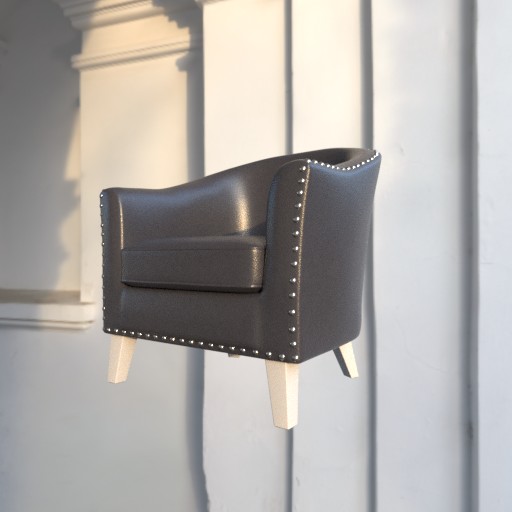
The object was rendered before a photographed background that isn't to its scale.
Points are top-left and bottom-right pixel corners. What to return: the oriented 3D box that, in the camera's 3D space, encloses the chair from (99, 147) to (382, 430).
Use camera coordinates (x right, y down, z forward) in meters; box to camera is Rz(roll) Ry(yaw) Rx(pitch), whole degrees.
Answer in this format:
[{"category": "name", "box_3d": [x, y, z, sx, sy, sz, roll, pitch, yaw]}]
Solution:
[{"category": "chair", "box_3d": [0.000, 0.000, 1.503, 0.794, 0.823, 0.748, 0, 0, 36]}]
